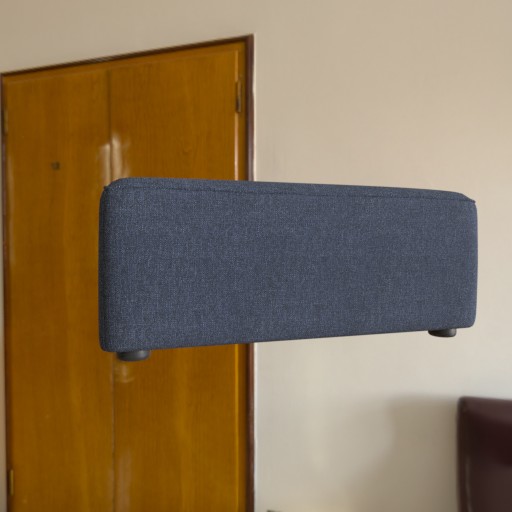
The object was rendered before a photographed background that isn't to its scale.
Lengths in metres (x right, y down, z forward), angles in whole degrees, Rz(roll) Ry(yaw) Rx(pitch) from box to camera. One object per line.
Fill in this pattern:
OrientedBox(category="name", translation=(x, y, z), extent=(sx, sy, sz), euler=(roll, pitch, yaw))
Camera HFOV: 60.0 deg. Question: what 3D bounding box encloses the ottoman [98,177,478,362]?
OrientedBox(category="ottoman", translation=(0.000, 0.000, 1.531), extent=(1.000, 0.439, 1.000), euler=(0, 2, -17))
